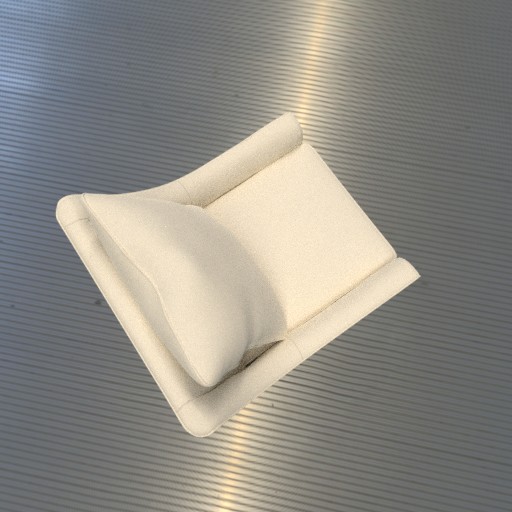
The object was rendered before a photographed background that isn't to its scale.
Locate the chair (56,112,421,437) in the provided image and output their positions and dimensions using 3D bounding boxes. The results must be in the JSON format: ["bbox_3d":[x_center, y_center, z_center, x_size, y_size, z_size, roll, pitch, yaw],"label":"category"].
[{"bbox_3d":[0.000,0.000,1.530,0.876,0.965,0.756,-34,78,-8],"label":"chair"}]
